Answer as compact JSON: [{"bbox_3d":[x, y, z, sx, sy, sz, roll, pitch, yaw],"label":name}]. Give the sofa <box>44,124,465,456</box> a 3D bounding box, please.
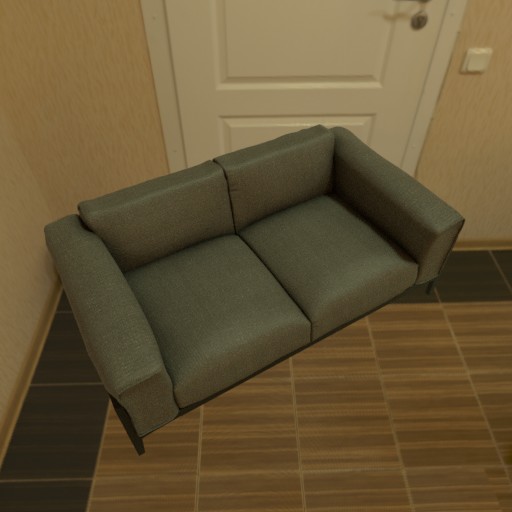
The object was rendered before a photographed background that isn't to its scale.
[{"bbox_3d":[0.000,0.000,2.147,1.690,0.656,0.960,-23,51,-20],"label":"sofa"}]
